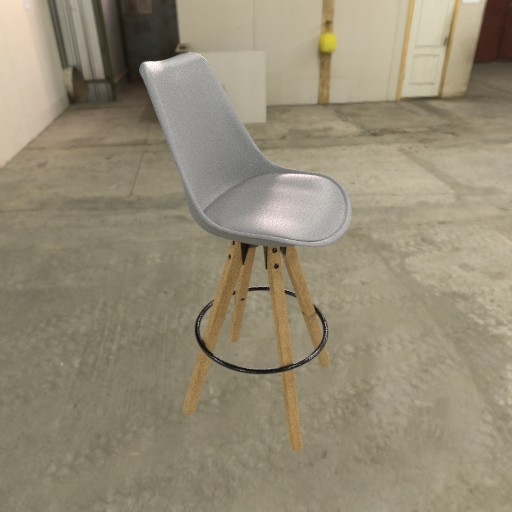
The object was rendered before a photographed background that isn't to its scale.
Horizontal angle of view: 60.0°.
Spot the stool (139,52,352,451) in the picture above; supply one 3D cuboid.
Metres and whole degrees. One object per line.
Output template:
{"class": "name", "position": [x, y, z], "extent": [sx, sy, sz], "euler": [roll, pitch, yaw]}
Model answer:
{"class": "stool", "position": [0.000, 0.000, 1.377], "extent": [0.550, 1.115, 0.485], "euler": [11, 32, 18]}
